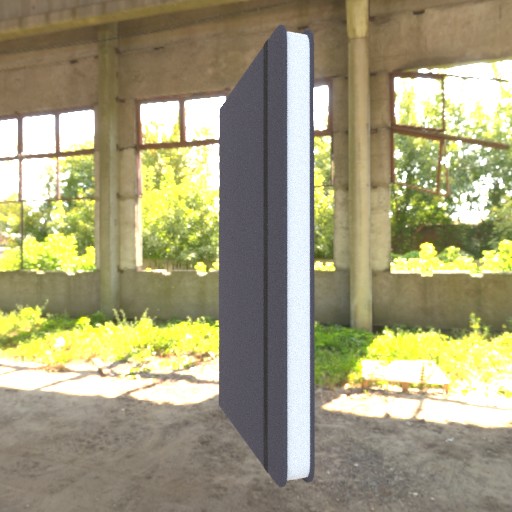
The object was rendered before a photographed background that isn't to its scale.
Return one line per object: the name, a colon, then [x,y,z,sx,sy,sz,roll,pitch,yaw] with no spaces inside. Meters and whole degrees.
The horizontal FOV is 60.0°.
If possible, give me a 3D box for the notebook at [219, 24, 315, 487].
notebook: [0.000,0.000,0.259,0.016,0.213,0.127,0,-1,-18]
